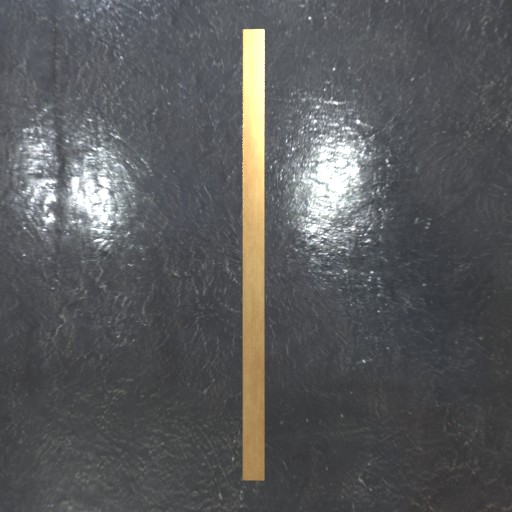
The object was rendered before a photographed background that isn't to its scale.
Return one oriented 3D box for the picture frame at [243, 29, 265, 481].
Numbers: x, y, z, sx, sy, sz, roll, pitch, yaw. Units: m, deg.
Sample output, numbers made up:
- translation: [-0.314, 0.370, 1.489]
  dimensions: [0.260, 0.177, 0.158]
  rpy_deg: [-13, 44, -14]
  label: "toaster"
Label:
- translation: [0.000, 0.000, 1.124]
  dimensions: [0.037, 0.761, 0.758]
  rpy_deg: [0, 89, 1]
  label: "picture frame"
